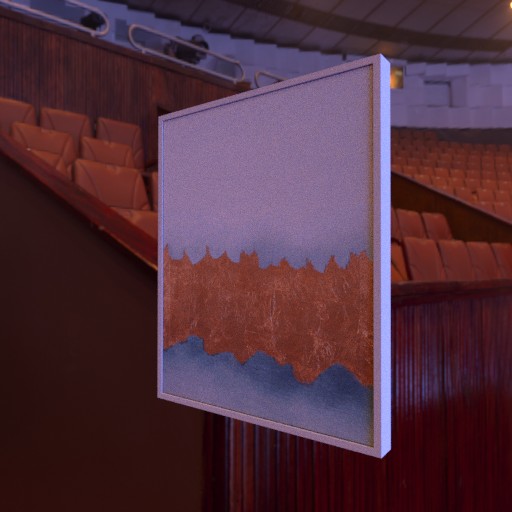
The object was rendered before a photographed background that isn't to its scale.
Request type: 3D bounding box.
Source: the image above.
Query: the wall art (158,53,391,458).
[{"bbox_3d":[0.000,0.000,0.754,0.451,0.553,0.039,0,-1,36],"label":"wall art"}]
